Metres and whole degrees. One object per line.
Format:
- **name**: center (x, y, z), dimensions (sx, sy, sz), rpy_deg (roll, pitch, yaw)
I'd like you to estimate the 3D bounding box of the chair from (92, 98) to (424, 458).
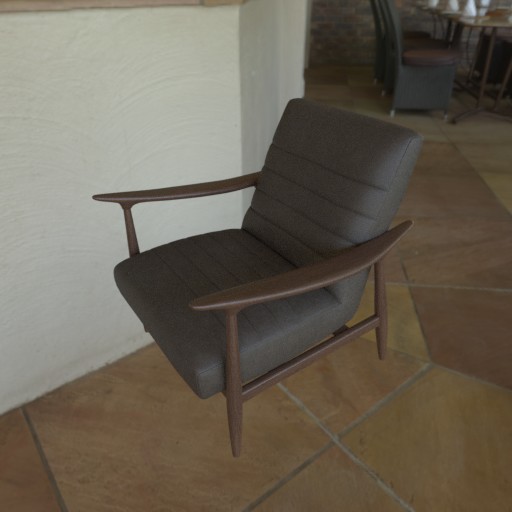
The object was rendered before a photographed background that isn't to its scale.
- **chair**: center (0.000, 0.000, 1.455), dimensions (0.798, 0.831, 0.741), rpy_deg (-20, 38, -29)
